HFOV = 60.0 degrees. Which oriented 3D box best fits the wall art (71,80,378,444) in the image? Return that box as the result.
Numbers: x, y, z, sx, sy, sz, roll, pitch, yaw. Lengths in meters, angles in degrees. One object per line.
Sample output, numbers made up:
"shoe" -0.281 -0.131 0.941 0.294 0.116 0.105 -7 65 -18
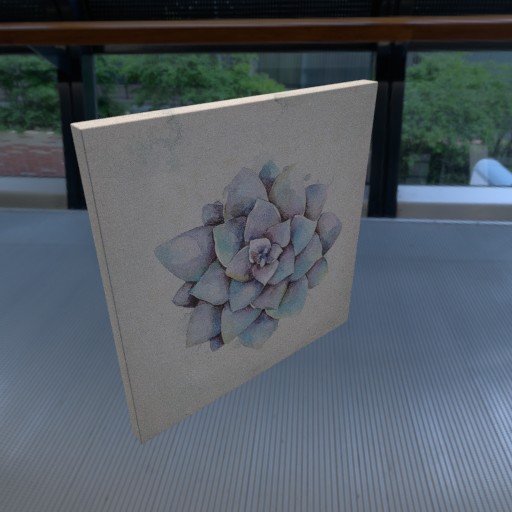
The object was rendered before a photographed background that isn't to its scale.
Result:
"wall art" 0.000 0.000 0.897 0.612 0.612 0.040 -22 36 -34
